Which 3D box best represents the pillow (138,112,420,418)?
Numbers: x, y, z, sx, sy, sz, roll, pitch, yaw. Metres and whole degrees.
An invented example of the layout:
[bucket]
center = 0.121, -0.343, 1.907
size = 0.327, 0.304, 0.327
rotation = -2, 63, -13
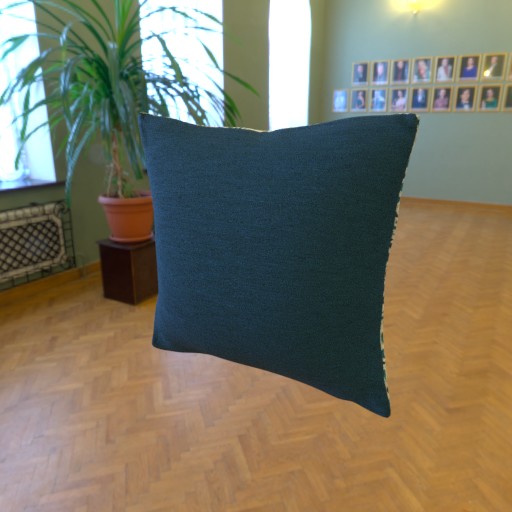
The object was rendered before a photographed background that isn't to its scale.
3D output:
[pillow]
center = 0.000, 0.000, 0.675
size = 0.440, 0.420, 0.145
rotation = 9, 19, 27
